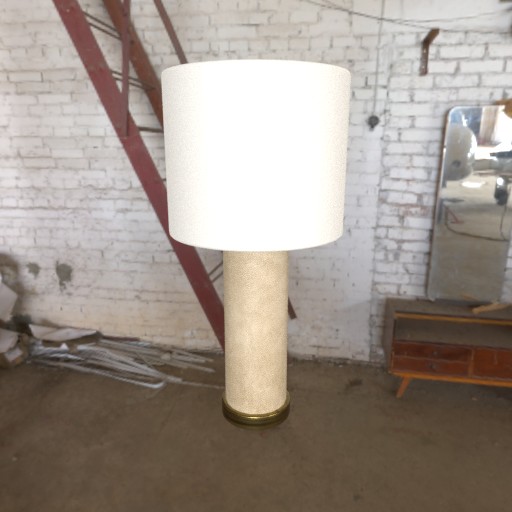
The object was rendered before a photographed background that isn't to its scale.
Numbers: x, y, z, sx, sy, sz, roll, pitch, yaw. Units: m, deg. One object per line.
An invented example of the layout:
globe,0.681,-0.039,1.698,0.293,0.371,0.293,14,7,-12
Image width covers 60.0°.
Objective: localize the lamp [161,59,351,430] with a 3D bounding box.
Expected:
lamp,0.000,0.000,0.806,0.305,0.634,0.305,14,21,43
